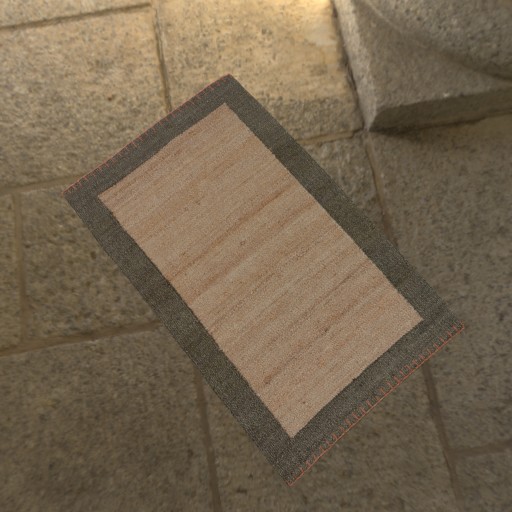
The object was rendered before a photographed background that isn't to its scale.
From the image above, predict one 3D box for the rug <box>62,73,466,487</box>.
[{"bbox_3d":[0.000,0.000,2.952,1.521,0.006,2.435,-39,80,-8],"label":"rug"}]
